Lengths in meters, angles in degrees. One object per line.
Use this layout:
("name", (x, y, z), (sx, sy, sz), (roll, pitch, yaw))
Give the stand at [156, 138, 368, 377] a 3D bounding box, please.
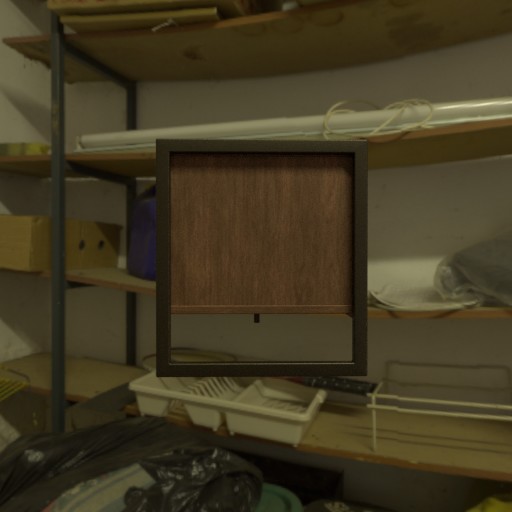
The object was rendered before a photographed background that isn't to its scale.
("stand", (0.000, 0.000, 1.682), (0.454, 0.506, 1.480), (0, 0, -1))
